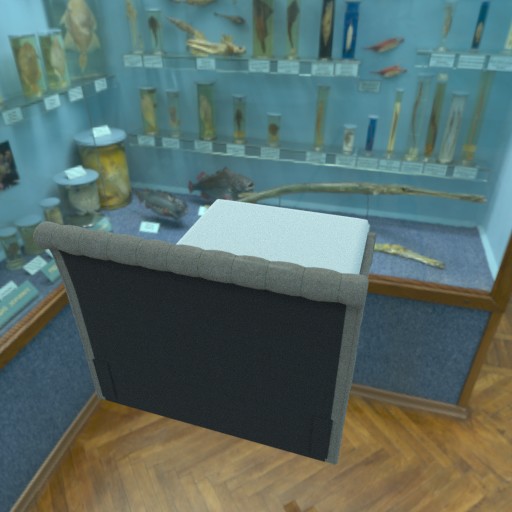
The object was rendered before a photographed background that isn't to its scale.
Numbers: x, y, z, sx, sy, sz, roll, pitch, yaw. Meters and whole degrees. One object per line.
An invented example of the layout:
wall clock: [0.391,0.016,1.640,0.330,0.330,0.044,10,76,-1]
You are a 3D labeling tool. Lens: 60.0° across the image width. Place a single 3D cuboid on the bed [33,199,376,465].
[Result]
bed: [0.000,0.000,3.254,1.645,1.371,2.252,10,34,15]
